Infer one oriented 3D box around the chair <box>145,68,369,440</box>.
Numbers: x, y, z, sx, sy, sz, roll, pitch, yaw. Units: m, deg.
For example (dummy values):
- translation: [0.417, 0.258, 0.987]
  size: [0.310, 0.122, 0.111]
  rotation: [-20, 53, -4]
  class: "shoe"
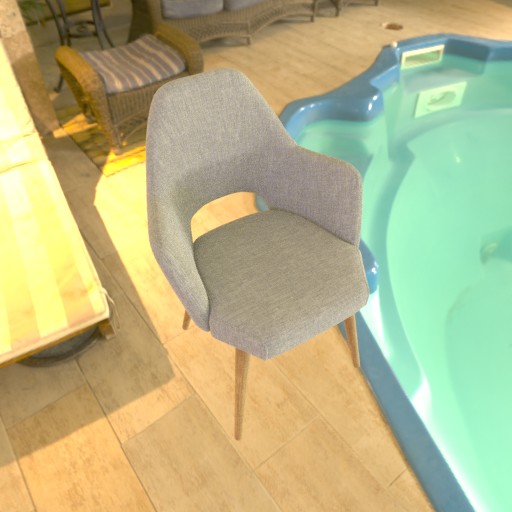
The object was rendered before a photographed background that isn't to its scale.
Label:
- translation: [0.000, 0.000, 1.268]
  size: [0.590, 0.840, 0.610]
  rotation: [-24, 51, -21]
  class: "chair"
